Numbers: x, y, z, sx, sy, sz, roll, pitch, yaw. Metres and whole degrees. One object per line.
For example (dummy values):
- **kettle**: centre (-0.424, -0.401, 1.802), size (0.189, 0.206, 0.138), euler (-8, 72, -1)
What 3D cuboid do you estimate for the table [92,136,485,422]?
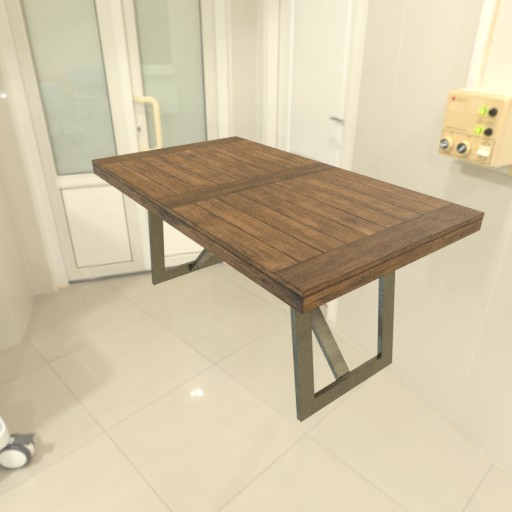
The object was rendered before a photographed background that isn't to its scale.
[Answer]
- **table**: centre (0.000, 0.000, 2.185), size (0.931, 0.757, 1.641), euler (-19, 33, -33)
